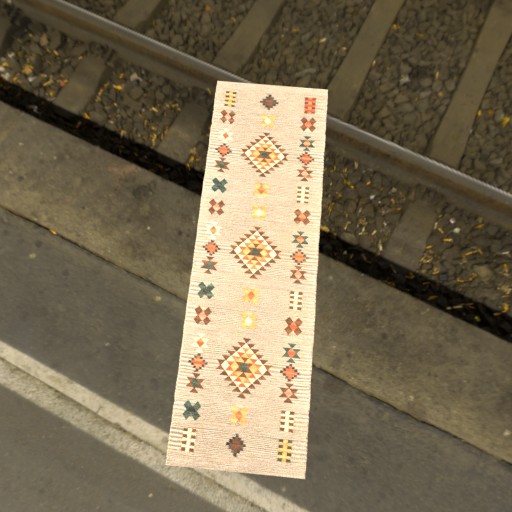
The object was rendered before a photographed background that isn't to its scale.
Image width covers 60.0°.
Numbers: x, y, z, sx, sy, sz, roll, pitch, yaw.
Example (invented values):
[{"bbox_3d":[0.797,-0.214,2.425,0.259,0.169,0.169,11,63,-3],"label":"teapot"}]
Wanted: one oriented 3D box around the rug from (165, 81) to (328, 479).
[{"bbox_3d":[0.000,0.000,2.717,0.766,0.008,2.432,5,75,1],"label":"rug"}]
